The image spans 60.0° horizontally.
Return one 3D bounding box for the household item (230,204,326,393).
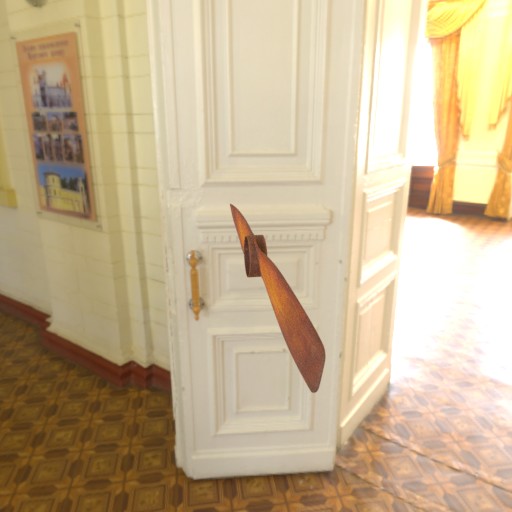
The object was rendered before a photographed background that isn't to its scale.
[{"bbox_3d":[0.000,0.000,1.202,0.051,0.121,1.181,-3,18,-9],"label":"household item"}]
